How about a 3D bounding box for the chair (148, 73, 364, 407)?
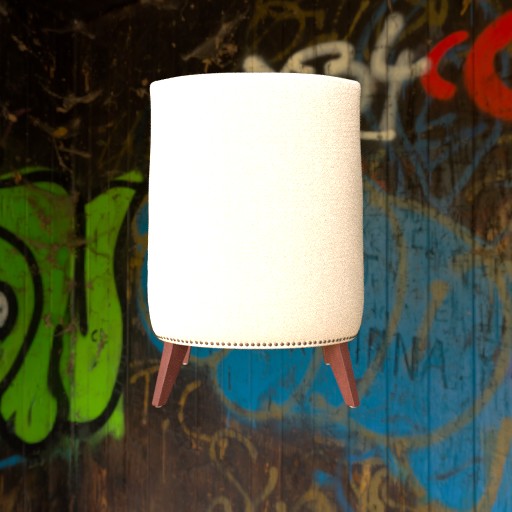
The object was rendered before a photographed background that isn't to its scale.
[{"bbox_3d":[0.000,0.000,1.505,0.701,0.909,0.861,0,-1,0],"label":"chair"}]
